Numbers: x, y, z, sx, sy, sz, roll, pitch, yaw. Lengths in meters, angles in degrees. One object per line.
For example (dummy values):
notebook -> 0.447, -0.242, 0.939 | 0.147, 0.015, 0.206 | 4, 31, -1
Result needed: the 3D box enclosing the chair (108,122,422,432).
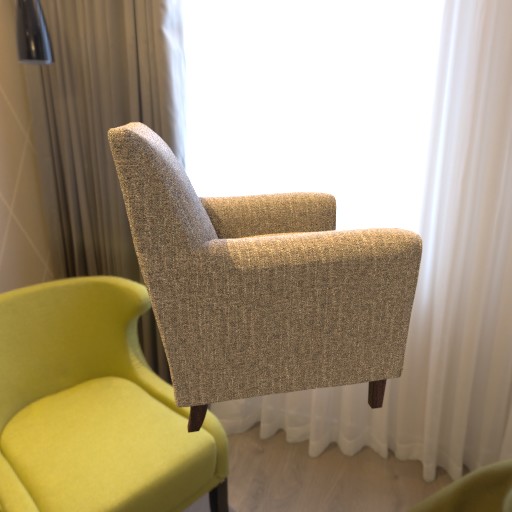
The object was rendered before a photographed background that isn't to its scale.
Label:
chair -> 0.000, 0.000, 1.622 | 0.873, 0.928, 0.864 | -4, 18, -12
